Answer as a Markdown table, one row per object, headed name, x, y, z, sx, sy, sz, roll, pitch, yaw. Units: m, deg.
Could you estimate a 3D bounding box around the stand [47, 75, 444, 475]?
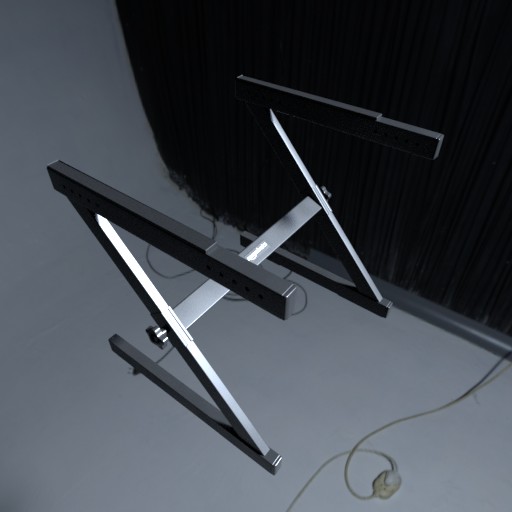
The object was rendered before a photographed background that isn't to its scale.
| name | x | y | z | sx | sy | sz | roll | pitch | yaw |
| --- | --- | --- | --- | --- | --- | --- | --- | --- | --- |
| stand | 0.000 | 0.000 | 1.139 | 0.586 | 0.617 | 0.700 | 27 | 48 | 27 |
